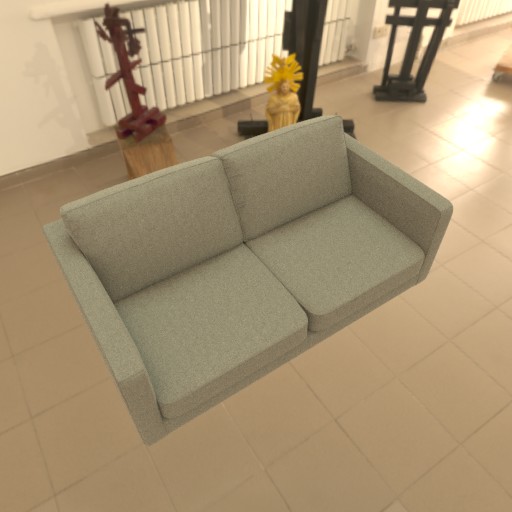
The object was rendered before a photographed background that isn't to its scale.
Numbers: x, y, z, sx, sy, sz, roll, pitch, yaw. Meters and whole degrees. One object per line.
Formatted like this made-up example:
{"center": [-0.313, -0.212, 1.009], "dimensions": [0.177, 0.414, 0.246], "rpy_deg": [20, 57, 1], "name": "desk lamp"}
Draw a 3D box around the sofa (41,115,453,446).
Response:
{"center": [0.000, 0.000, 2.275], "dimensions": [1.731, 0.900, 1.000], "rpy_deg": [-25, 51, -23], "name": "sofa"}
